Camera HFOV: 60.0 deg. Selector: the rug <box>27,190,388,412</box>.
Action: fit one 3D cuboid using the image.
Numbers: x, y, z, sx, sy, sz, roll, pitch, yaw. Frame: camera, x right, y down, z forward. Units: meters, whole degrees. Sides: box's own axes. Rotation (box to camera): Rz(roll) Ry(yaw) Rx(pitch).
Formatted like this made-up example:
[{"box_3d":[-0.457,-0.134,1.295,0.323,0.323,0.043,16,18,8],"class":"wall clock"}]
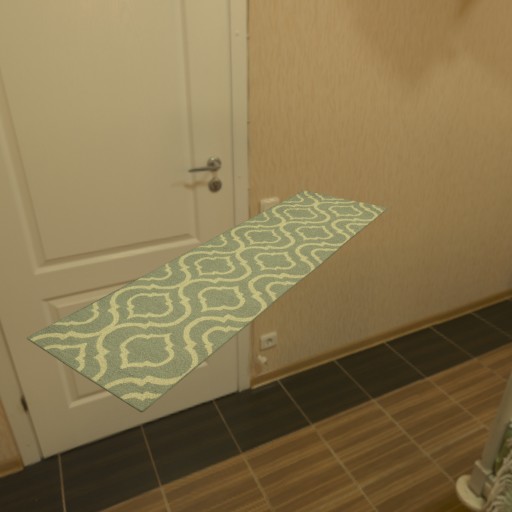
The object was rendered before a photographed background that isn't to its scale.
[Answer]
[{"box_3d":[0.000,0.000,2.446,0.684,0.009,2.275,18,32,31],"class":"rug"}]
